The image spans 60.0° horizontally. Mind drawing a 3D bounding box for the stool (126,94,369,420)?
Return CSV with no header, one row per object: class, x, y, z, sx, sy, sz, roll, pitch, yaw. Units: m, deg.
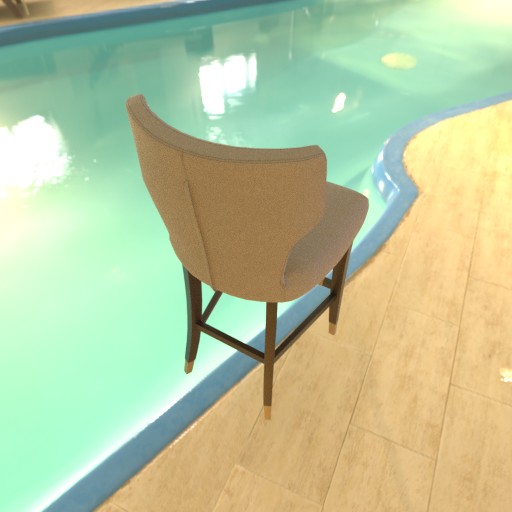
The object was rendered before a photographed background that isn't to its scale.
stool,0.000,0.000,1.419,0.526,1.092,0.563,23,49,21
